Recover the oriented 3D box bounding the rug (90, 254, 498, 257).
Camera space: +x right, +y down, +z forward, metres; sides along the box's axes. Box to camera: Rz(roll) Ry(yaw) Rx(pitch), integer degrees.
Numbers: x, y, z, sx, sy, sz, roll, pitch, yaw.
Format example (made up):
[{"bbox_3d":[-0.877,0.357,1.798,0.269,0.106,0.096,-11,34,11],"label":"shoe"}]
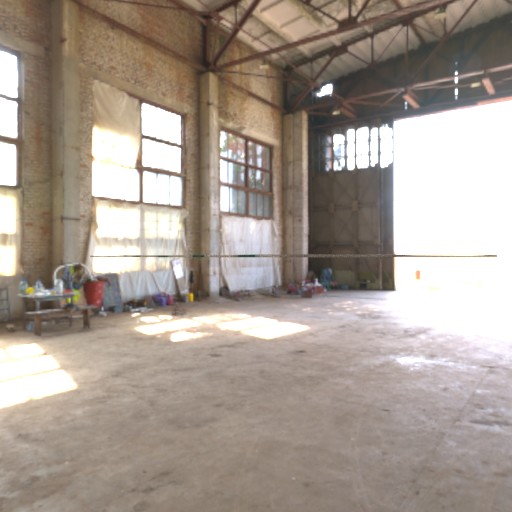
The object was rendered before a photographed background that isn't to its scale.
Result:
[{"bbox_3d":[0.000,0.000,2.976,1.521,0.015,2.436,0,0,-35],"label":"rug"}]
